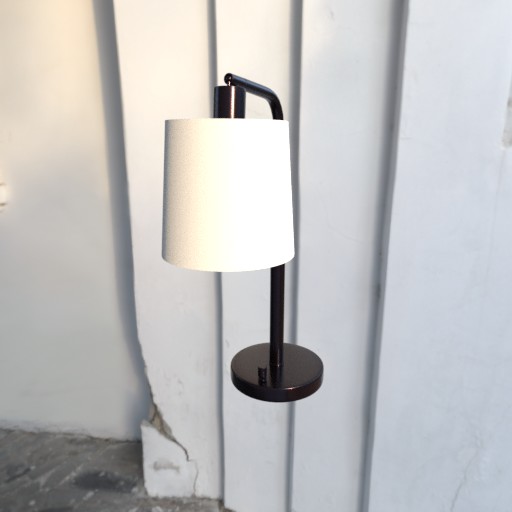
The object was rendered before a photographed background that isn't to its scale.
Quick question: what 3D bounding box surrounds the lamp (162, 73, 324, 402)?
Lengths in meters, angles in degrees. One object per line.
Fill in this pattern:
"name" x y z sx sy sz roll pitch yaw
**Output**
"lamp" 0.000 0.000 0.656 0.171 0.489 0.333 8 17 25
